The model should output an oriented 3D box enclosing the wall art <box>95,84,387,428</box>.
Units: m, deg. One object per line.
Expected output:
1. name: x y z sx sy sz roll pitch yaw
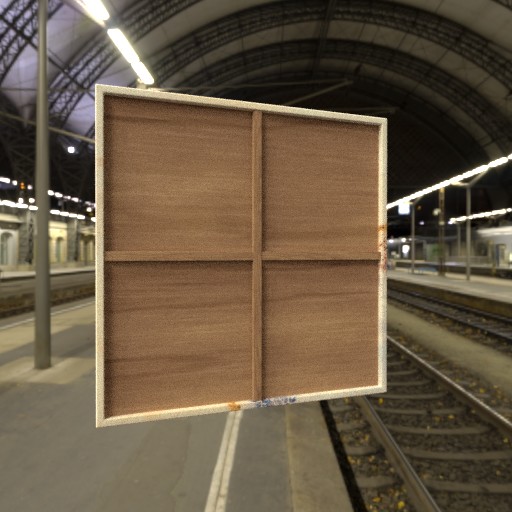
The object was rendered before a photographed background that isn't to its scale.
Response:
1. wall art: 0.000 0.000 1.308 0.889 0.889 0.038 0 0 -19
